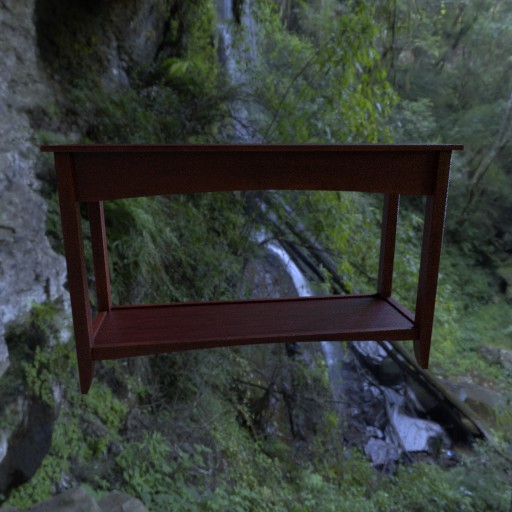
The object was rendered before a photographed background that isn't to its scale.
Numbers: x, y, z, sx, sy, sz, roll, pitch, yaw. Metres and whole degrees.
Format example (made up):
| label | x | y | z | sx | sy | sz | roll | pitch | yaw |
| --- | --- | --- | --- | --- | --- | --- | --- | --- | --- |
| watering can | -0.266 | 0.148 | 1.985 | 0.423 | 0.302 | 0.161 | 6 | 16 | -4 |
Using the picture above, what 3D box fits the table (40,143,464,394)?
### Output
| label | x | y | z | sx | sy | sz | roll | pitch | yaw |
| --- | --- | --- | --- | --- | --- | --- | --- | --- | --- |
| table | 0.000 | 0.000 | 1.510 | 1.188 | 0.739 | 0.392 | -2 | 15 | -8 |
